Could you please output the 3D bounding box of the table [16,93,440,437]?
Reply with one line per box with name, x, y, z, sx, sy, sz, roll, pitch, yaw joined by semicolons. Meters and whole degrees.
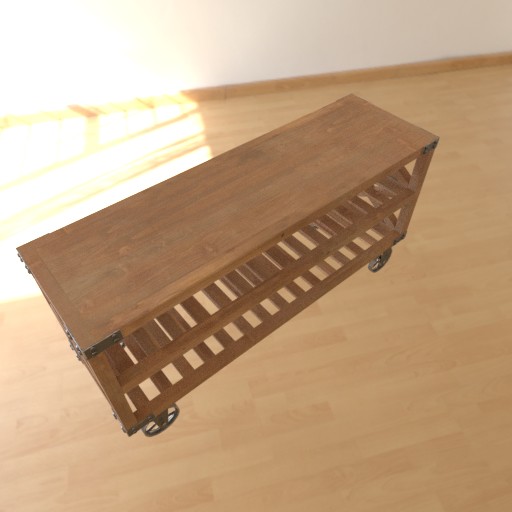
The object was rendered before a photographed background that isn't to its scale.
table;0.000;0.000;1.774;1.487;0.711;0.467;-31;55;-26
